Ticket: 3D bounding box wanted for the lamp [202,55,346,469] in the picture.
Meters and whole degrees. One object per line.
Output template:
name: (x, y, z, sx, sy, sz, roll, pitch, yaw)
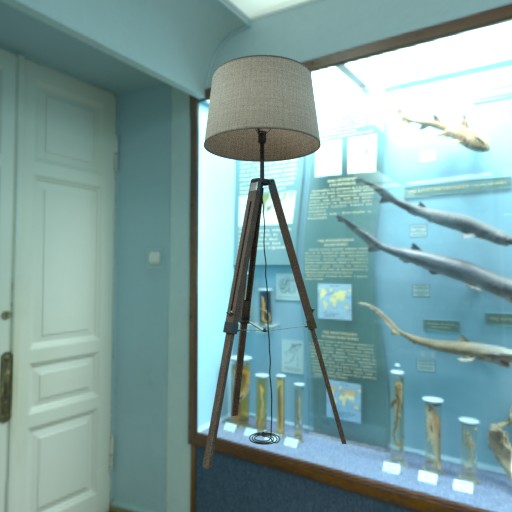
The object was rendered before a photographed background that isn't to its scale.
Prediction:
lamp: (0.000, 0.000, 1.818, 0.604, 1.510, 0.587, -2, -3, 36)
